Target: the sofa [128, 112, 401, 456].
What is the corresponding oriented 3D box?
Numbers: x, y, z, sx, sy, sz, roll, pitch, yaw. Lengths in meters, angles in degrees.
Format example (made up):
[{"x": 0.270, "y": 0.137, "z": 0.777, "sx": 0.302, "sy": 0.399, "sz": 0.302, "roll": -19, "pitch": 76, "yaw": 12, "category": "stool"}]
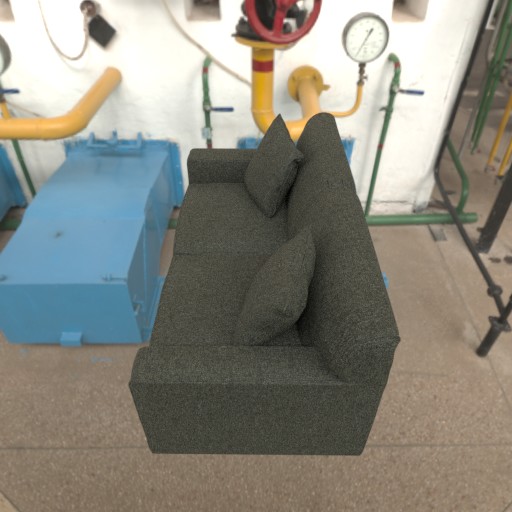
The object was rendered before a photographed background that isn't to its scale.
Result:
[{"x": 0.000, "y": 0.000, "z": 2.413, "sx": 0.998, "sy": 0.958, "sz": 1.846, "roll": 0, "pitch": 41, "yaw": 0, "category": "sofa"}]
